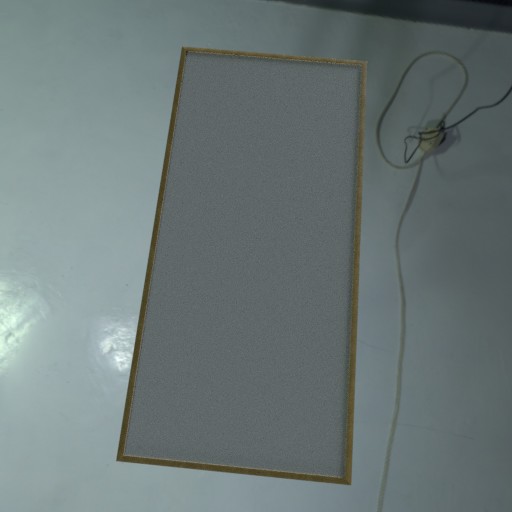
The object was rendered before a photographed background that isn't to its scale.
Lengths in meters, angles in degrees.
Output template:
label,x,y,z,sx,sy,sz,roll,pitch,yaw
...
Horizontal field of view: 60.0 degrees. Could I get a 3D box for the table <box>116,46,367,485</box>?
label,x,y,z,sx,sy,sz,roll,pitch,yaw
table,0.000,0.000,1.428,0.580,0.398,1.206,5,76,1
